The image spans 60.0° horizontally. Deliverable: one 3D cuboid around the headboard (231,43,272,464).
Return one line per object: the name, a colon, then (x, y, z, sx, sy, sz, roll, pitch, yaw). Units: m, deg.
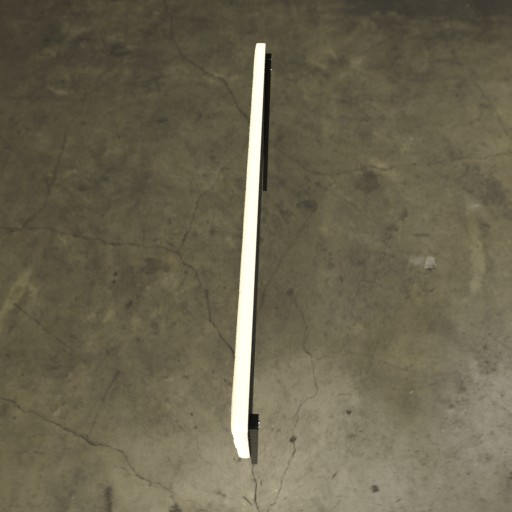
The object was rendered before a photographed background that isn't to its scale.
headboard: (0.000, 0.000, 2.852, 0.120, 1.410, 2.362, 2, 60, 1)
